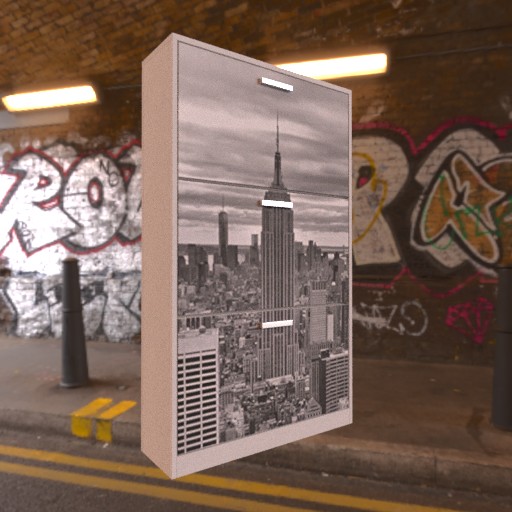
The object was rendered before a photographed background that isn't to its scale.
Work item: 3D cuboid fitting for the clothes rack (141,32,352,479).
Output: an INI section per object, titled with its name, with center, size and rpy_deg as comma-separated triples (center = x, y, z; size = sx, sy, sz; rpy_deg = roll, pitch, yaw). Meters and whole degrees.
[clothes rack]
center = 0.000, 0.000, 1.577
size = 0.750, 1.280, 0.250
rpy_deg = 0, -1, -36
